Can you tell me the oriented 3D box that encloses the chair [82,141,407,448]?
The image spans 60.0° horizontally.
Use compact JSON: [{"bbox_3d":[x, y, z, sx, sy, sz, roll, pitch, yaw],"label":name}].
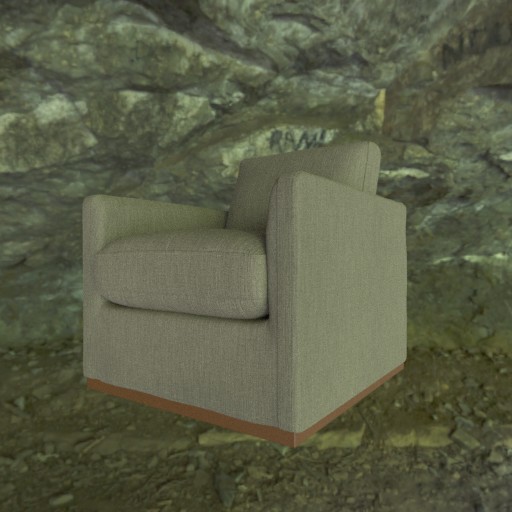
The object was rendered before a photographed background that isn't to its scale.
[{"bbox_3d":[0.000,0.000,1.460,0.763,0.811,0.834,0,1,35],"label":"chair"}]
